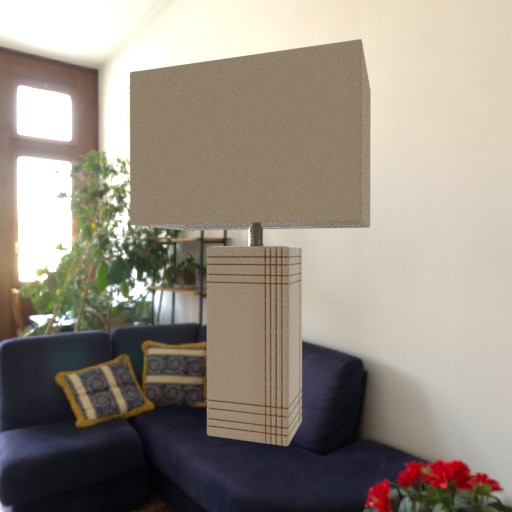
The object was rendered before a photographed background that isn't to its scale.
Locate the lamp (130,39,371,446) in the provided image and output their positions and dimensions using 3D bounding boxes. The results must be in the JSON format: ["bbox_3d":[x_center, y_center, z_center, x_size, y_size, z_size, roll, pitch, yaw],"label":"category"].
[{"bbox_3d":[0.000,0.000,0.689,0.334,0.543,0.182,0,1,18],"label":"lamp"}]
